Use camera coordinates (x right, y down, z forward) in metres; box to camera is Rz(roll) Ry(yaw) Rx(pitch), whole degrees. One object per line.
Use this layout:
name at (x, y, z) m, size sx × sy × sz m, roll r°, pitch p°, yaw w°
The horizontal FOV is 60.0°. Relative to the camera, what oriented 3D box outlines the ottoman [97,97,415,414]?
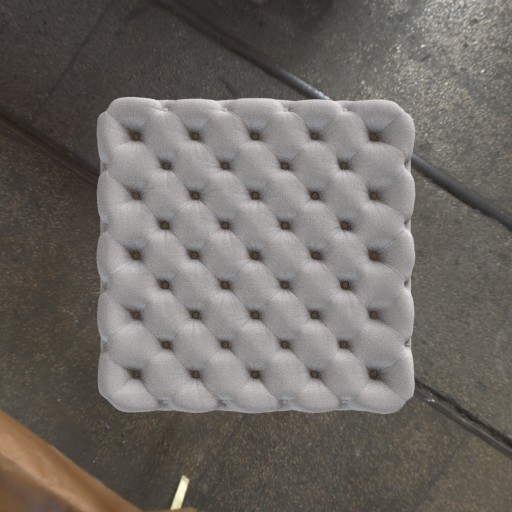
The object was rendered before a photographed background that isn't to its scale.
ottoman at (0.000, 0.000, 1.188) m, size 0.764 × 0.365 × 0.758 m, roll 0°, pitch 90°, yaw 0°
